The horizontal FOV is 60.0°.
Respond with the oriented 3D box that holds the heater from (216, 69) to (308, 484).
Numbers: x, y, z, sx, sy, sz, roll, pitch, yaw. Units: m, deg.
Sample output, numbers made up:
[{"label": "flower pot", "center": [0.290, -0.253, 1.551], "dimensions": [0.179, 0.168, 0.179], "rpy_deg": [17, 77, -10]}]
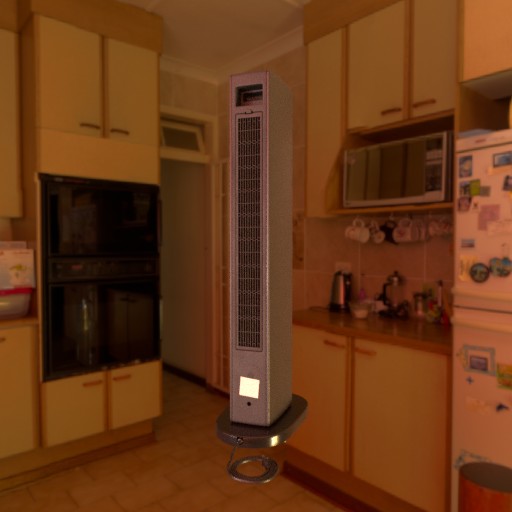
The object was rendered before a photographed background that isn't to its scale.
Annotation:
[{"label": "heater", "center": [0.000, 0.000, 1.052], "dimensions": [0.214, 0.856, 0.458], "rpy_deg": [1, 2, 19]}]
